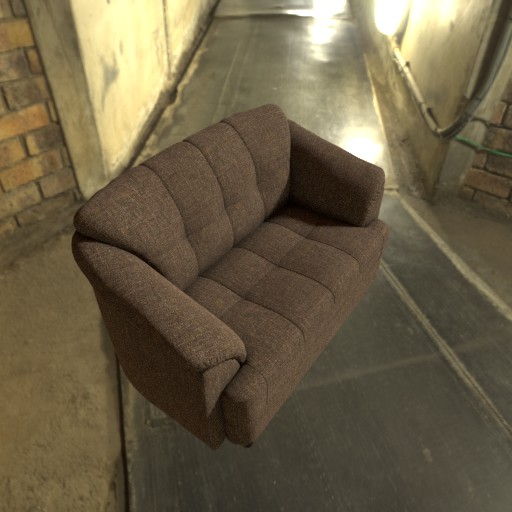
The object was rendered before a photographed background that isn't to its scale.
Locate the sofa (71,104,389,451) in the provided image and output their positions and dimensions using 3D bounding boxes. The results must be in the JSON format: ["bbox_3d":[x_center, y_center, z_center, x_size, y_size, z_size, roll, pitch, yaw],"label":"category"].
[{"bbox_3d":[0.000,0.000,1.957,0.799,0.895,1.404,25,46,26],"label":"sofa"}]
